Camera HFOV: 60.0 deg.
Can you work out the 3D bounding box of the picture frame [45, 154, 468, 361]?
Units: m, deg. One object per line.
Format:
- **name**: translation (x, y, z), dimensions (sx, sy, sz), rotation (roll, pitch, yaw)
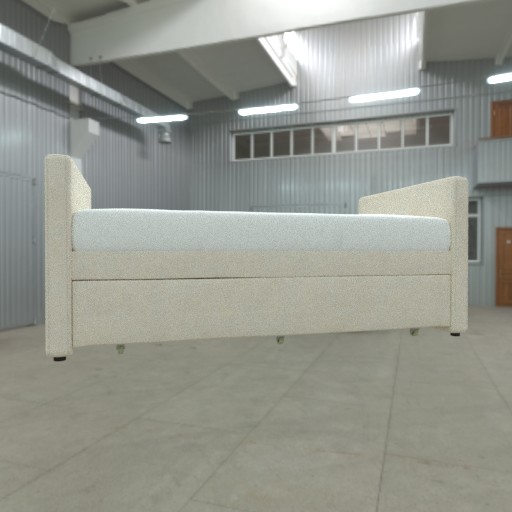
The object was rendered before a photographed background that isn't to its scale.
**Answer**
- **picture frame**: translation (0.000, 0.000, 2.676), dimensions (2.161, 0.891, 1.069), rotation (0, 1, -16)
